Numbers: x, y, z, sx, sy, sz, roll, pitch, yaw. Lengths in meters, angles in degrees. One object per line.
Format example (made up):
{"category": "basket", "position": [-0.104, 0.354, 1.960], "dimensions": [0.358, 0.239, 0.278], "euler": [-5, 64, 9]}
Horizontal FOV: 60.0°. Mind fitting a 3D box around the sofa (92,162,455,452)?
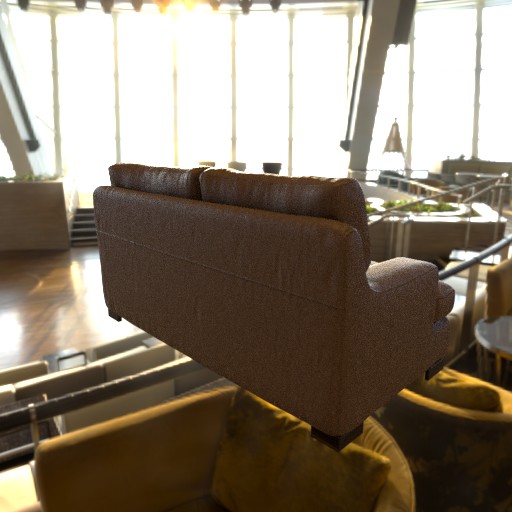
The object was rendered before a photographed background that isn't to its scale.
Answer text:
{"category": "sofa", "position": [0.000, 0.000, 2.404], "dimensions": [0.962, 0.980, 1.855], "euler": [-14, 20, -42]}
